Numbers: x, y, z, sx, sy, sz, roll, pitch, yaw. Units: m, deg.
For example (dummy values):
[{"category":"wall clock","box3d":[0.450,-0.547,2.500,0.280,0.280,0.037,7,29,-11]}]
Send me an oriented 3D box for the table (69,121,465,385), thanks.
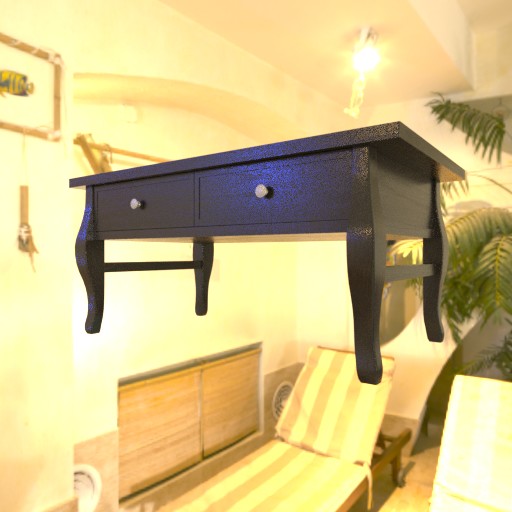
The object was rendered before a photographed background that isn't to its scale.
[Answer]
[{"category":"table","box3d":[0.000,0.000,1.350,1.062,0.494,0.600,0,0,36]}]
